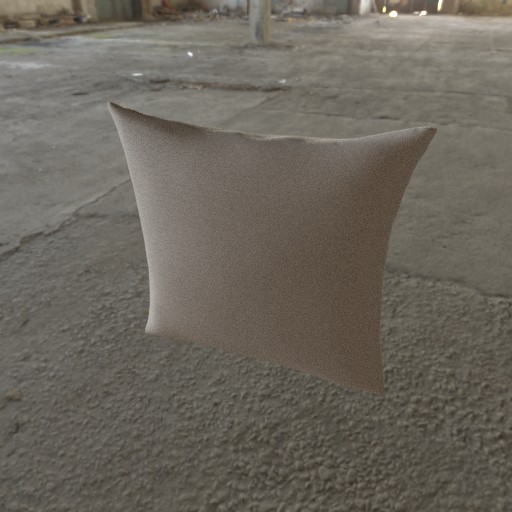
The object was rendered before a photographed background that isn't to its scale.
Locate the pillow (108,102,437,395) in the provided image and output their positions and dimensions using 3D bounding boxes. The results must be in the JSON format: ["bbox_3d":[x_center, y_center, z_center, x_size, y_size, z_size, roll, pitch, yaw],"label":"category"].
[{"bbox_3d":[0.000,0.000,0.779,0.512,0.497,0.204,11,33,17],"label":"pillow"}]
